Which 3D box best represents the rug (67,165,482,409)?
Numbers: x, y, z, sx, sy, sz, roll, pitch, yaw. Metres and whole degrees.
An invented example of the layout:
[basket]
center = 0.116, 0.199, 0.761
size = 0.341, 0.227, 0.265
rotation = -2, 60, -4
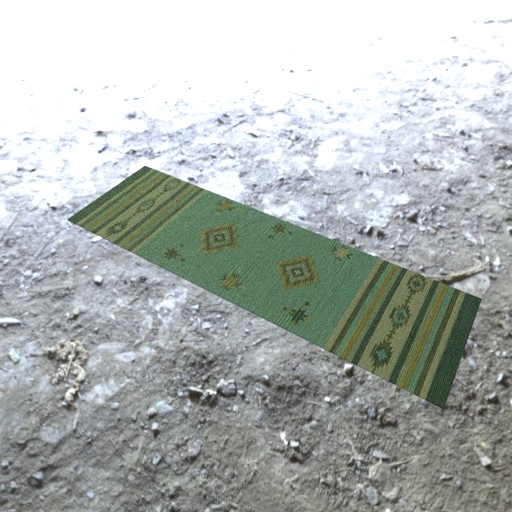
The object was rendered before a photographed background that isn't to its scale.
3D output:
[rug]
center = 0.000, 0.000, 2.656
size = 2.441, 0.010, 0.744
rotation = 24, 50, 22
